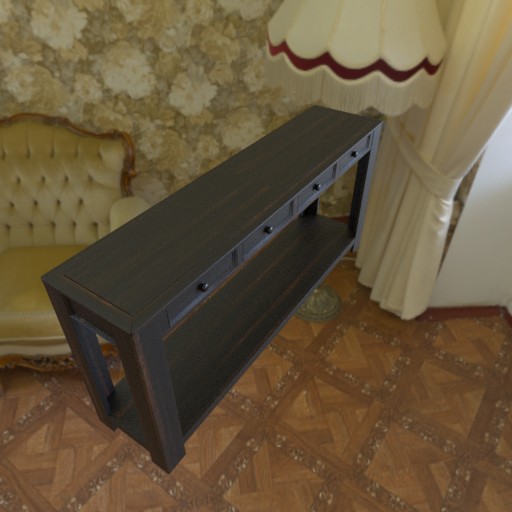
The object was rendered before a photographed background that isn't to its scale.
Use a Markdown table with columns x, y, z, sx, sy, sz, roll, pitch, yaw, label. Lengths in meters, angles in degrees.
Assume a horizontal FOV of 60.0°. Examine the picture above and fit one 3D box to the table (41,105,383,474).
| x | y | z | sx | sy | sz | roll | pitch | yaw | label |
| --- | --- | --- | --- | --- | --- | --- | --- | --- | --- |
| 0.000 | 0.000 | 1.944 | 0.384 | 0.762 | 1.631 | 24 | 45 | 26 | table |
